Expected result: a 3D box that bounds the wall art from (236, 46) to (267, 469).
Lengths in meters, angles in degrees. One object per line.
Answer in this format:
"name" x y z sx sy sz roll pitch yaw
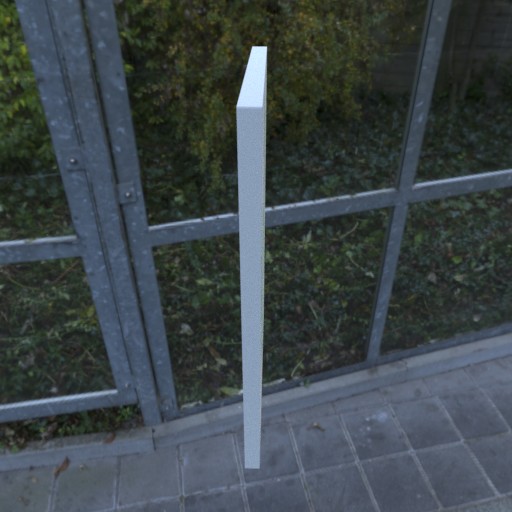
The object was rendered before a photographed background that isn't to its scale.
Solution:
"wall art" 0.000 0.000 1.155 0.038 0.914 0.610 1 33 2
